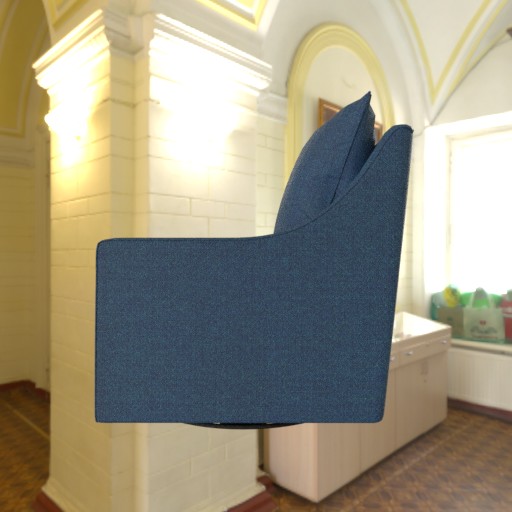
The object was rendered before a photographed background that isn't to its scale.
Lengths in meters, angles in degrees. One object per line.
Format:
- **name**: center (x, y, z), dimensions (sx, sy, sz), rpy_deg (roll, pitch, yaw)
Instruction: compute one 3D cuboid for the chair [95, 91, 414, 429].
- **chair**: center (0.000, 0.000, 1.549), dimensions (0.870, 0.939, 0.750), rpy_deg (0, 0, 0)
